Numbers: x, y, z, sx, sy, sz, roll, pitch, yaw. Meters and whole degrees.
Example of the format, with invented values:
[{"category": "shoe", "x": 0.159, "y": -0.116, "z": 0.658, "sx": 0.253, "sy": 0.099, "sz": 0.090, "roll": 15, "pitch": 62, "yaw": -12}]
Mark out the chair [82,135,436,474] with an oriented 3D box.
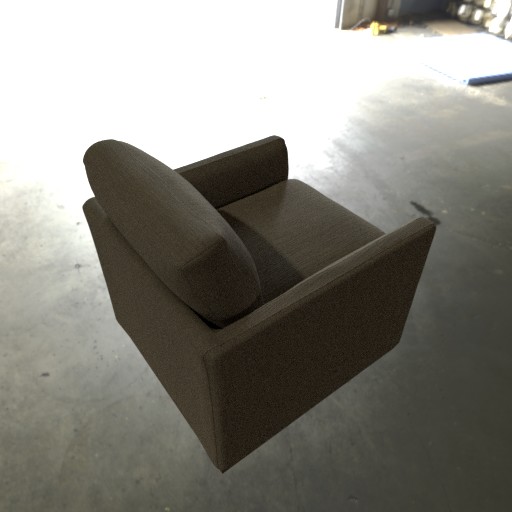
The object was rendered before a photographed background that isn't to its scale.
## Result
[{"category": "chair", "x": 0.000, "y": 0.000, "z": 1.469, "sx": 0.834, "sy": 0.811, "sz": 0.763, "roll": -26, "pitch": 47, "yaw": -27}]
